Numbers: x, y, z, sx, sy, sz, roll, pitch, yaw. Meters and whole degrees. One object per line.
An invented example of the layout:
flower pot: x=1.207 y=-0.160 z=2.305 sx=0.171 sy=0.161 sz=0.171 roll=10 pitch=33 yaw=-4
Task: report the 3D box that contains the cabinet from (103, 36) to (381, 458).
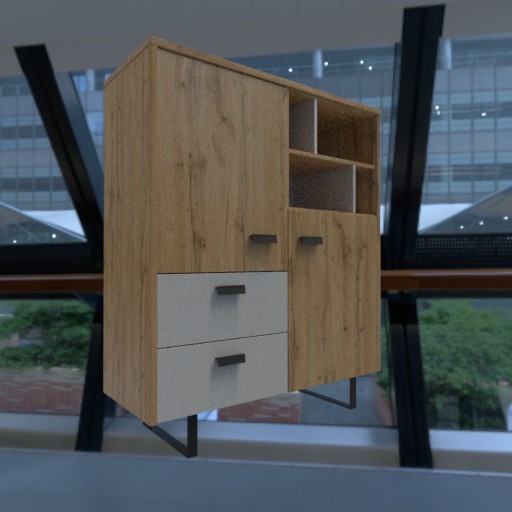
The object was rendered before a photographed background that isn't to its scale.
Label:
cabinet: x=0.000 y=0.000 z=1.931 sx=1.168 sy=1.397 sz=0.473 roll=0 pitch=-1 yaw=-37
